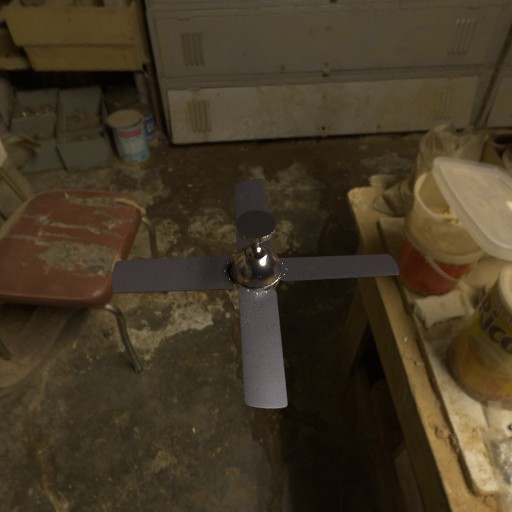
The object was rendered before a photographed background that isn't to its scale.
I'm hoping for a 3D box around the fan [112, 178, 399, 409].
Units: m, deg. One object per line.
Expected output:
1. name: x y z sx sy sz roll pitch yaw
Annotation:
1. fan: 0.000 0.000 2.002 1.332 0.403 1.332 -3 48 -2
